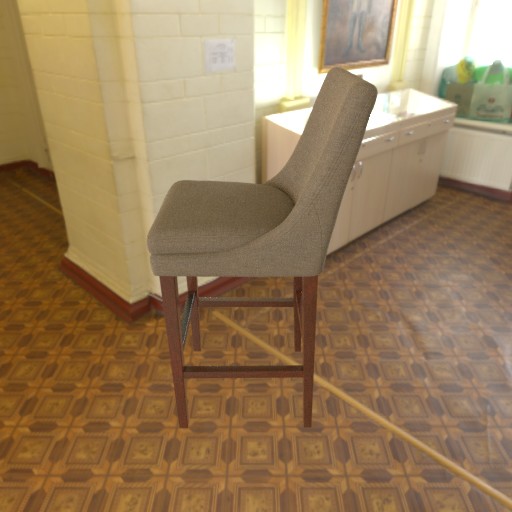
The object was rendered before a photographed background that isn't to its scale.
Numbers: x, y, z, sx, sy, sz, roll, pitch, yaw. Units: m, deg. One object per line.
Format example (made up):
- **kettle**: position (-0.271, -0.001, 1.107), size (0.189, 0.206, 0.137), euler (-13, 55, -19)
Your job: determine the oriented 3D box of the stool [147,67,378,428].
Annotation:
- **stool**: position (0.000, 0.000, 1.409), size (0.577, 1.078, 0.470), euler (0, 28, 0)
